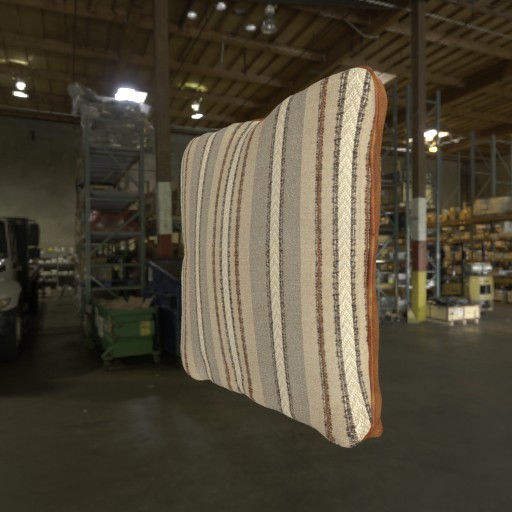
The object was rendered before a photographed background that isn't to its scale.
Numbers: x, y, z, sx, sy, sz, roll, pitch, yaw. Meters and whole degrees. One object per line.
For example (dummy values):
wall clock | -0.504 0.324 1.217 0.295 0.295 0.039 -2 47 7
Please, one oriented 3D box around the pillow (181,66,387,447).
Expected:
pillow | 0.000 0.000 0.736 0.130 0.490 0.489 0 0 -36
